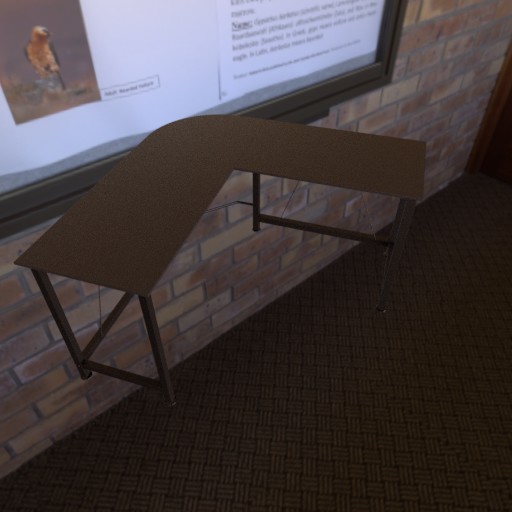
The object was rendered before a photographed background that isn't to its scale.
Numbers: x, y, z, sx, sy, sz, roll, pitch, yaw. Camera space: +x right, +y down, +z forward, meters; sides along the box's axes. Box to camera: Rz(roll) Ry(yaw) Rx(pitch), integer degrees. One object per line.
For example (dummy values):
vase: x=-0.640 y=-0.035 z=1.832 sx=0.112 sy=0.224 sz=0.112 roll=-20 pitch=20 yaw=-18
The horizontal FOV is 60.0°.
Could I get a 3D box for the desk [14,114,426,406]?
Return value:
desk: x=0.000 y=0.000 z=2.198 sx=1.400 sy=0.762 sz=1.400 roll=12 pitch=43 yaw=13
